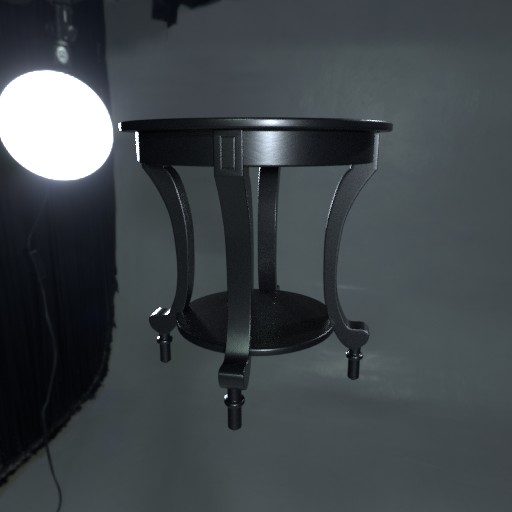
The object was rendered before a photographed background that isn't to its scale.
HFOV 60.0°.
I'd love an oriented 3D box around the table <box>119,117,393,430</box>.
[{"bbox_3d":[0.000,0.000,1.084,0.597,0.618,0.597,0,14,0],"label":"table"}]
